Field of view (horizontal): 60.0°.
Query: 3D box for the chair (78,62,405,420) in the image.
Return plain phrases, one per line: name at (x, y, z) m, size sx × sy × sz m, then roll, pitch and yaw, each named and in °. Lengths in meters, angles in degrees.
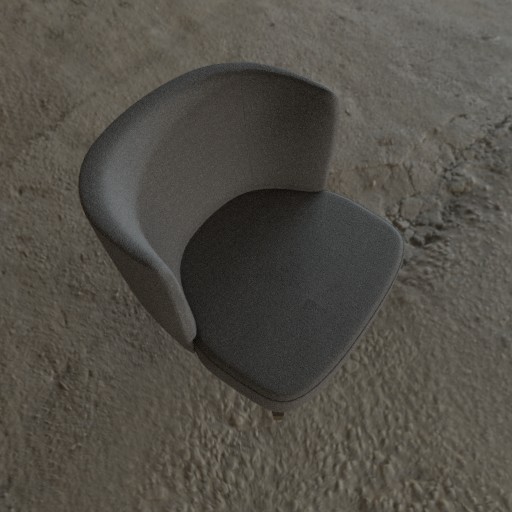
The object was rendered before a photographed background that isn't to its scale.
chair at (0.000, 0.000, 1.214) m, size 0.698 × 0.695 × 0.639 m, roll 32°, pitch 63°, yaw 19°
